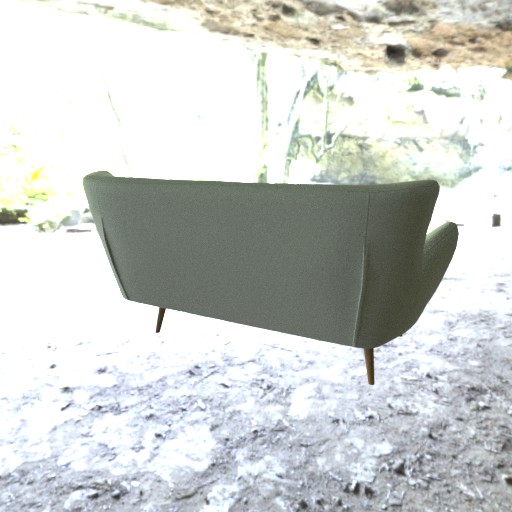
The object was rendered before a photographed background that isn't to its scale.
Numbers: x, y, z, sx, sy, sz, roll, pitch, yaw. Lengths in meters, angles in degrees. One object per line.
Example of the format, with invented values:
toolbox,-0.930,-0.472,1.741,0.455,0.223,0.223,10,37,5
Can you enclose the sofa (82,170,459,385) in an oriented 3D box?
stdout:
sofa,0.000,0.000,2.392,1.930,0.890,0.899,7,15,27
